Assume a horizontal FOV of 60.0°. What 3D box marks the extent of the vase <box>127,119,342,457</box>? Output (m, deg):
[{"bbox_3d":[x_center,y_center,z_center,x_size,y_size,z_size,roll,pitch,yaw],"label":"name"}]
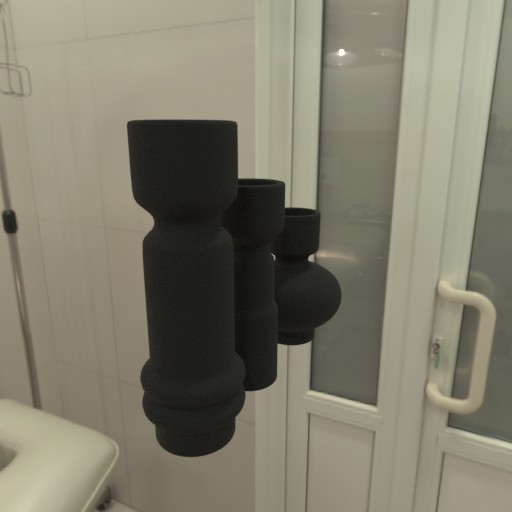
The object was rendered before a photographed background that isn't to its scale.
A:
[{"bbox_3d":[0.000,0.000,0.435,0.120,0.249,0.307,8,17,26],"label":"vase"}]
